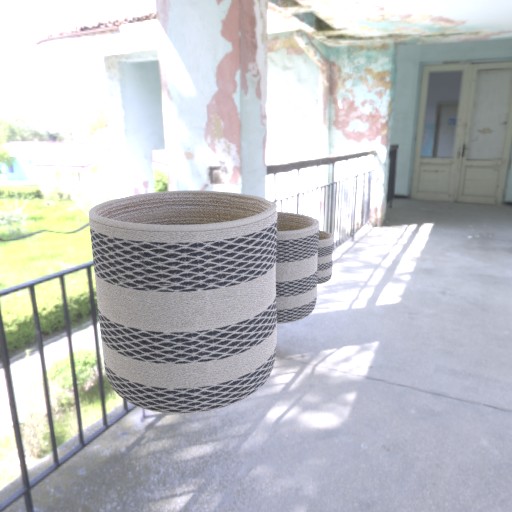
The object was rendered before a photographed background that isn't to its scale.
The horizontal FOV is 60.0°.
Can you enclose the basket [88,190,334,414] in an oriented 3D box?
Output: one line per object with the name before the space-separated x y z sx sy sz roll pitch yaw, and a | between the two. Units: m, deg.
basket | 0.000 0.000 1.126 0.351 0.356 0.917 8 18 27
